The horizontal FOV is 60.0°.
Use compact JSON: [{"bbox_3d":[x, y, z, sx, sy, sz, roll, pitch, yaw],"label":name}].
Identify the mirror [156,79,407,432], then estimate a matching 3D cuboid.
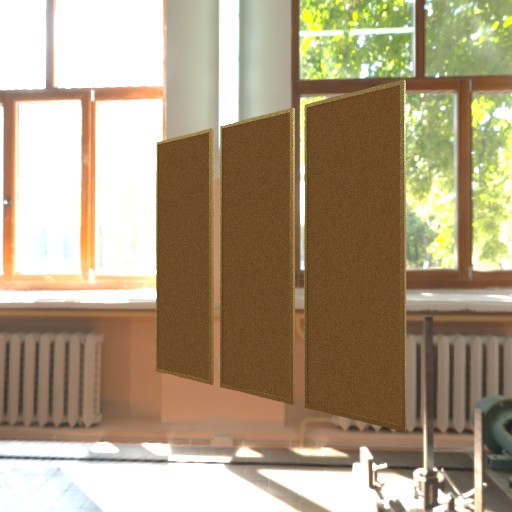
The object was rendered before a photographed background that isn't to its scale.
[{"bbox_3d":[0.000,0.000,1.486,1.011,0.926,0.023,0,-1,38],"label":"mirror"}]
